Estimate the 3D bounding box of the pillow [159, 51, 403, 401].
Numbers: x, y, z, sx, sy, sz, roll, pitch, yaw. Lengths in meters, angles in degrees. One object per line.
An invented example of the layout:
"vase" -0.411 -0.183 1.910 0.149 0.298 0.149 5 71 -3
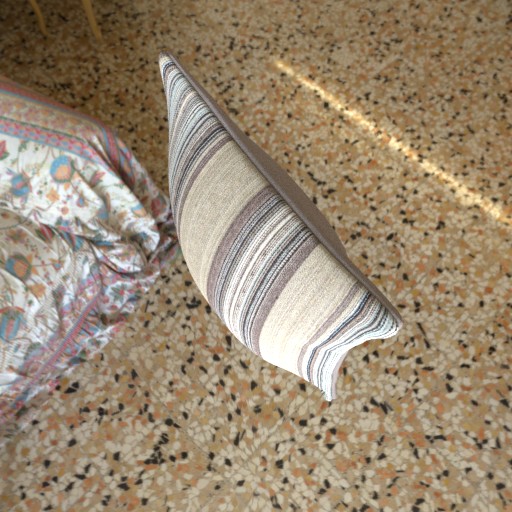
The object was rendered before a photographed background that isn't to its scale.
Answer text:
"pillow" 0.000 0.000 0.649 0.189 0.416 0.435 -31 68 -14
